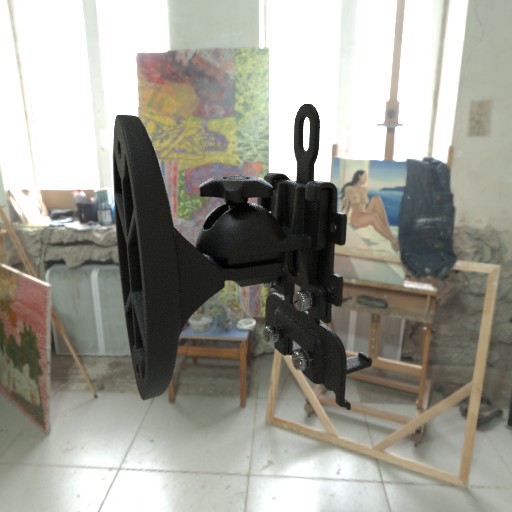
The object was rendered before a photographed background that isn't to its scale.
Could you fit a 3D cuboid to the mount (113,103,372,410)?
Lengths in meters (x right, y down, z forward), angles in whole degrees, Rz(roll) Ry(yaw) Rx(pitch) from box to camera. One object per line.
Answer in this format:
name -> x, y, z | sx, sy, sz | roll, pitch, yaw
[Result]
mount -> 0.000, 0.000, 0.179 | 0.100, 0.118, 0.066 | -8, 18, -25
